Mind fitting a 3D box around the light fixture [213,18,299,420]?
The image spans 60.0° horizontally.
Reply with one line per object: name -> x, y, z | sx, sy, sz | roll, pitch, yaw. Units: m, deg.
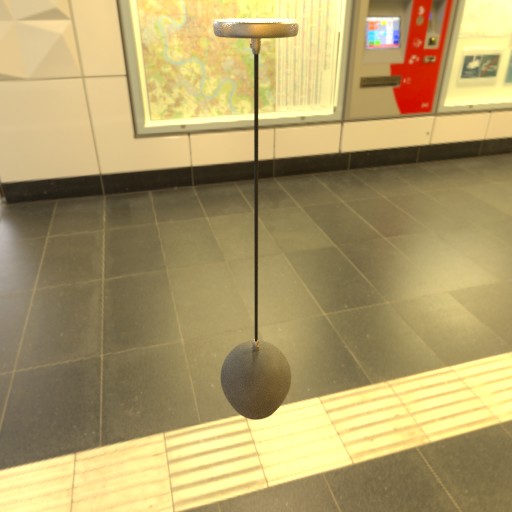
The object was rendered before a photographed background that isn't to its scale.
light fixture -> 0.000, 0.000, 0.809 | 0.153, 0.760, 0.153 | -20, 36, -30
